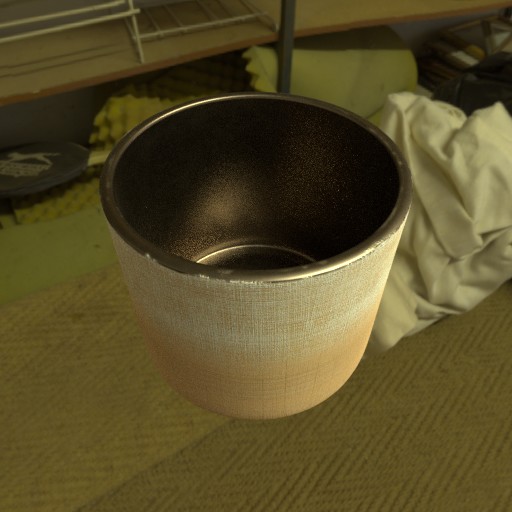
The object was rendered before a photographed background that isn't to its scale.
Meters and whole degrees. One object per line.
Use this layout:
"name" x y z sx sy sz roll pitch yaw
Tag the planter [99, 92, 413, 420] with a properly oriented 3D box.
"planter" 0.000 0.000 0.440 0.254 0.221 0.254 0 47 0
